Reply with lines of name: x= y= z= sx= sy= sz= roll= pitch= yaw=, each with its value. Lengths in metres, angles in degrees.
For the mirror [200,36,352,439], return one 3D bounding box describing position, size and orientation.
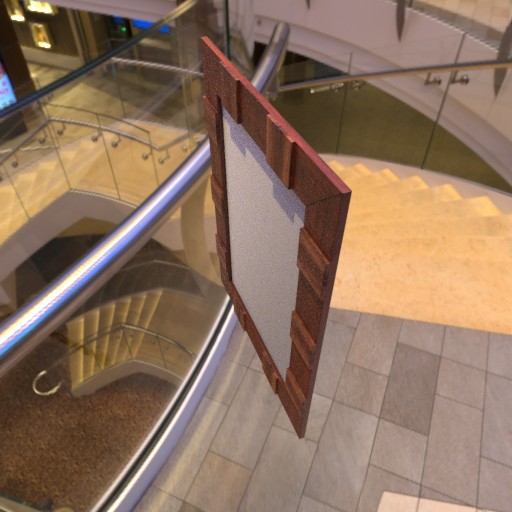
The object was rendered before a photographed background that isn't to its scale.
mirror: x=0.000 y=0.000 z=1.063 sx=0.021 sy=0.805 sz=0.600 roll=-17 pitch=48 yaw=-16
